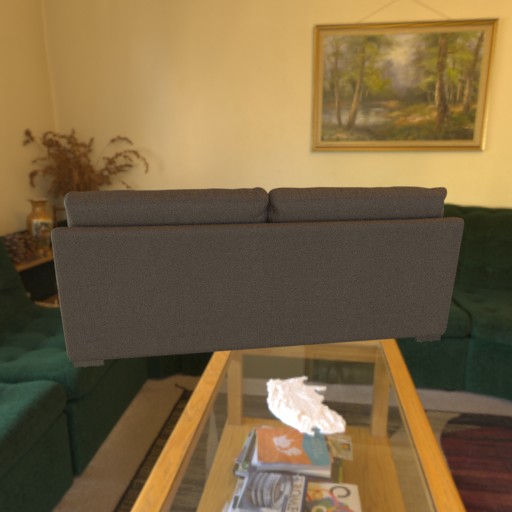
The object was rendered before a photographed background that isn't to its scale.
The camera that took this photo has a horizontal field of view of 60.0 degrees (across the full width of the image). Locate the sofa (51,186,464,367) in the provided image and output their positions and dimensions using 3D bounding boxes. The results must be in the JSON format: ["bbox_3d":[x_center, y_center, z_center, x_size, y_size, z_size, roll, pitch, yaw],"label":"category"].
[{"bbox_3d":[0.000,0.000,2.909,2.271,0.950,1.140,-2,13,-9],"label":"sofa"}]
